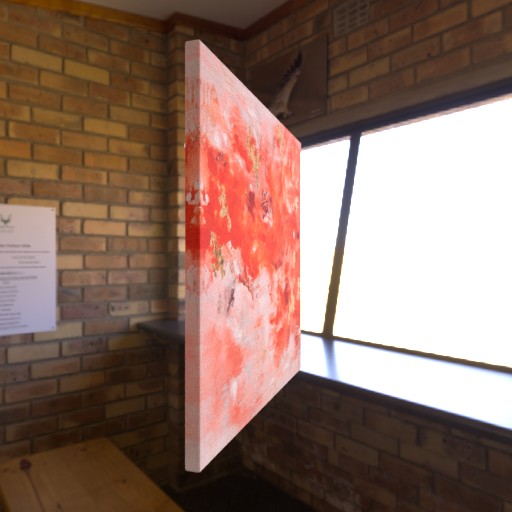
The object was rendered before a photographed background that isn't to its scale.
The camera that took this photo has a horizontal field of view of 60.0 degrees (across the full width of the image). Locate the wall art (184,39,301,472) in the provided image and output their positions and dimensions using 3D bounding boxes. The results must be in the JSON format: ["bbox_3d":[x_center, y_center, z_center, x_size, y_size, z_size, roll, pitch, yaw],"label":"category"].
[{"bbox_3d":[0.000,0.000,1.319,0.066,0.878,0.878,0,0,19],"label":"wall art"}]
